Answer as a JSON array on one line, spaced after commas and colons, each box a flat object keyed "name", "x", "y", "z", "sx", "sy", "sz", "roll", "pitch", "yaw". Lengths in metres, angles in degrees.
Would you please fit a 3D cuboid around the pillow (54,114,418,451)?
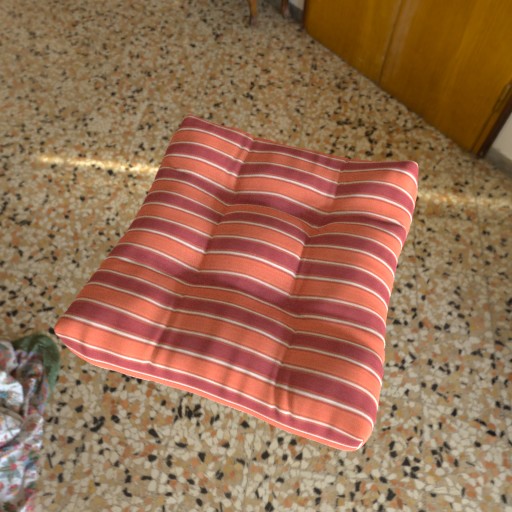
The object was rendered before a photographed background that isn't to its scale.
[{"name": "pillow", "x": 0.000, "y": 0.000, "z": 0.732, "sx": 0.468, "sy": 0.133, "sz": 0.490, "roll": 16, "pitch": 59, "yaw": 10}]
